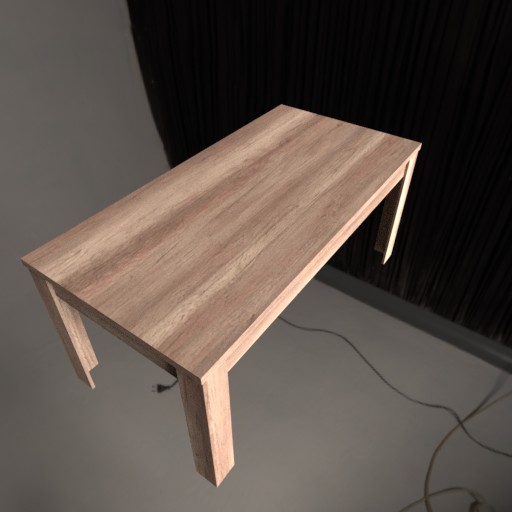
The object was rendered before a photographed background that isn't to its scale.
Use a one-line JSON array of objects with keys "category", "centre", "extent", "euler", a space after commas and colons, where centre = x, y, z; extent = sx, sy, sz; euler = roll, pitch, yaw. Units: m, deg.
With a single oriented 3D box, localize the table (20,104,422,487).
[{"category": "table", "centre": [0.000, 0.000, 2.286], "extent": [0.900, 0.790, 1.800], "euler": [25, 47, 26]}]
